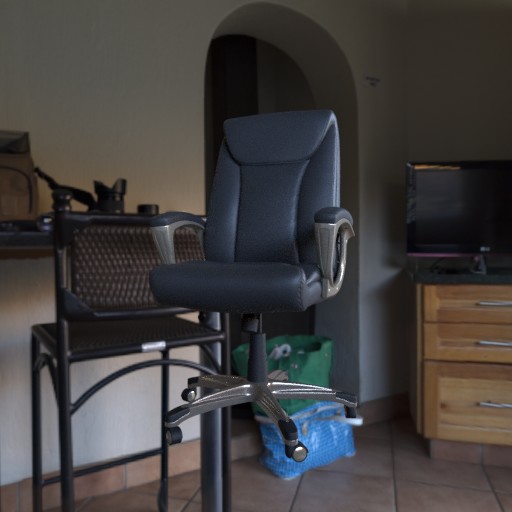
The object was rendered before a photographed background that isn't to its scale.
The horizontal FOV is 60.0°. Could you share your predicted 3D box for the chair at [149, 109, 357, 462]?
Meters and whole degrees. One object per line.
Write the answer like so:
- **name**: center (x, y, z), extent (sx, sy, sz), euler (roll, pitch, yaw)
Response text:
- **chair**: center (0.000, 0.000, 1.596), extent (0.694, 1.188, 0.748), euler (0, 1, 18)
